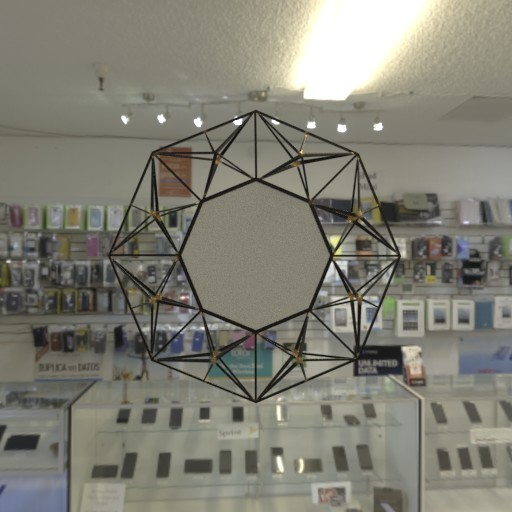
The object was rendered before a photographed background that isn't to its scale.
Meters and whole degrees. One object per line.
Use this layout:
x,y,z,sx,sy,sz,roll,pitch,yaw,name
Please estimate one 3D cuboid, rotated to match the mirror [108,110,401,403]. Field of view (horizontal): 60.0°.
0.000,0.000,1.074,0.710,0.710,0.094,0,-1,-2,mirror
